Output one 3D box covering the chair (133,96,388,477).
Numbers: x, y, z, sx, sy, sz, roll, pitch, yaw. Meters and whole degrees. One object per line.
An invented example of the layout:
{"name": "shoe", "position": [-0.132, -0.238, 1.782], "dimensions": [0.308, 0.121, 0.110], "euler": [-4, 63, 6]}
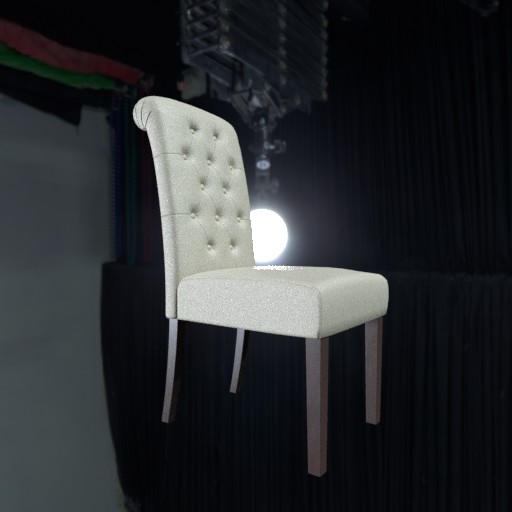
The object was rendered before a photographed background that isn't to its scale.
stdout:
{"name": "chair", "position": [0.000, 0.000, 1.359], "dimensions": [0.671, 1.006, 0.456], "euler": [1, 1, 35]}
